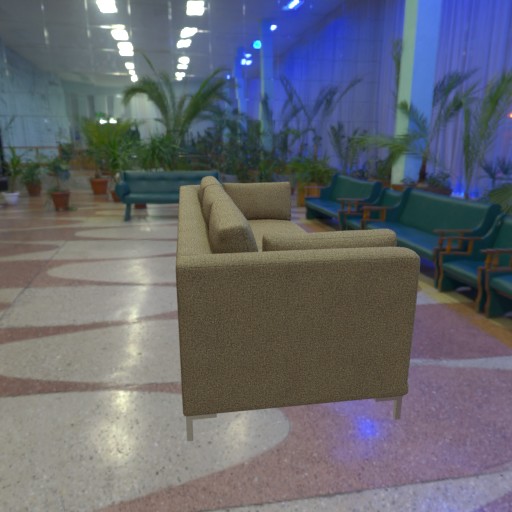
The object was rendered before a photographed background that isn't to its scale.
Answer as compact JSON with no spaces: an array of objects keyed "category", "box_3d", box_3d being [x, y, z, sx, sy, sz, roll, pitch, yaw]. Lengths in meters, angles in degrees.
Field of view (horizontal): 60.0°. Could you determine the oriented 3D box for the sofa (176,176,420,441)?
[{"category":"sofa","box_3d":[0.000,0.000,2.892,0.969,0.867,2.415,-2,16,-9]}]
